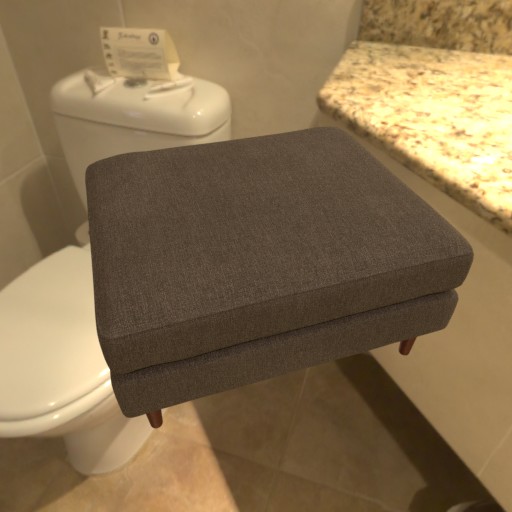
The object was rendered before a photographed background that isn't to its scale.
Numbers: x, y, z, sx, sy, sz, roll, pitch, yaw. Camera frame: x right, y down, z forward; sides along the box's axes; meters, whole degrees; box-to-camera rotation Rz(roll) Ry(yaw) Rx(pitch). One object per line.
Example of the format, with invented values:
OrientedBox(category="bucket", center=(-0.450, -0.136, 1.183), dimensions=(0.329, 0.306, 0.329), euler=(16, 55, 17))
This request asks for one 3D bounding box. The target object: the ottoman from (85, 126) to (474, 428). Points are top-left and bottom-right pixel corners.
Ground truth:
OrientedBox(category="ottoman", center=(0.000, 0.000, 1.233), dimensions=(0.821, 0.474, 0.693), euler=(-12, 42, -14))
